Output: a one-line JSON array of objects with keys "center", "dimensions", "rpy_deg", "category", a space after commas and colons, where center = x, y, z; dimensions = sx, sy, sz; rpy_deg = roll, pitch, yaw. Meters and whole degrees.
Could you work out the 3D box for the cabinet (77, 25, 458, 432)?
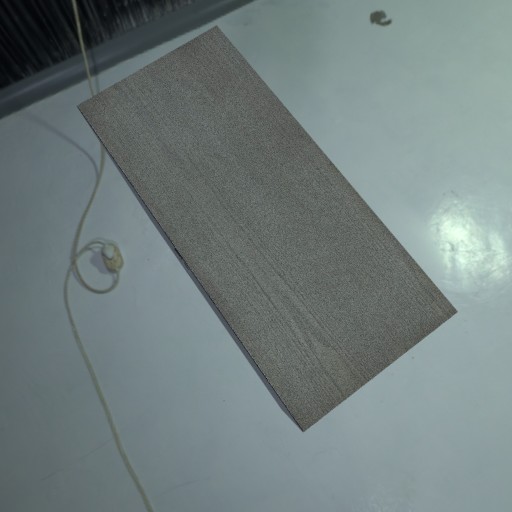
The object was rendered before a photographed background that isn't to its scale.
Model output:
[{"center": [0.000, 0.000, 1.243], "dimensions": [0.370, 0.787, 0.781], "rpy_deg": [-34, 77, -9], "category": "cabinet"}]
